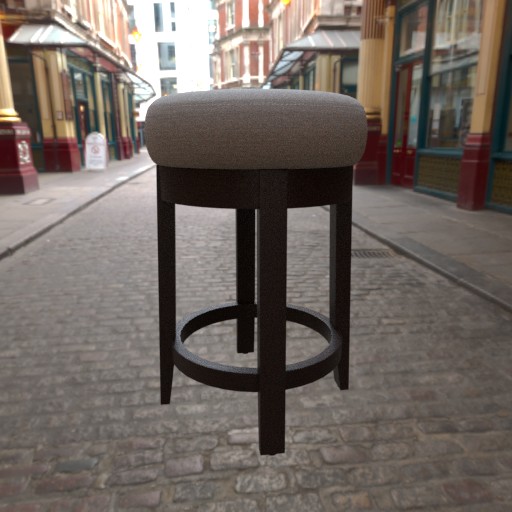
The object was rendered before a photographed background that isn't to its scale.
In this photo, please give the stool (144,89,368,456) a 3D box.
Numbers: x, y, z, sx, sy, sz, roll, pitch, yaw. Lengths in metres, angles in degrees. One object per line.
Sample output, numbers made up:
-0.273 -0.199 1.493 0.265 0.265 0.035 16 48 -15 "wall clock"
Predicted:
0.000 0.000 0.970 0.443 0.672 0.443 0 15 0 "stool"
